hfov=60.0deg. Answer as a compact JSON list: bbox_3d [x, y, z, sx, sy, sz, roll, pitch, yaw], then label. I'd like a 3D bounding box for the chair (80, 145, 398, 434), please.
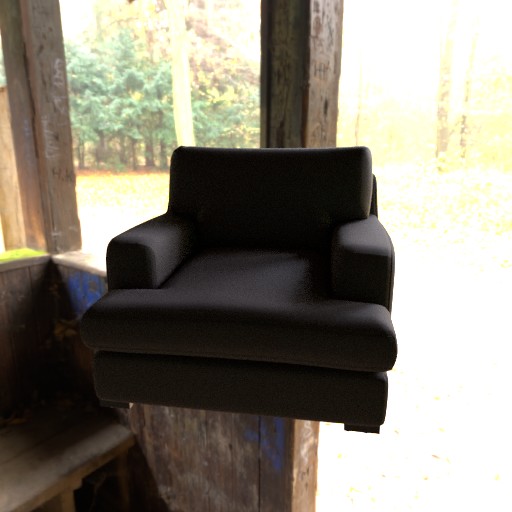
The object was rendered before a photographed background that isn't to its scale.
[{"bbox_3d":[0.000,0.000,1.970,1.168,0.940,1.143,2,15,9],"label":"chair"}]
